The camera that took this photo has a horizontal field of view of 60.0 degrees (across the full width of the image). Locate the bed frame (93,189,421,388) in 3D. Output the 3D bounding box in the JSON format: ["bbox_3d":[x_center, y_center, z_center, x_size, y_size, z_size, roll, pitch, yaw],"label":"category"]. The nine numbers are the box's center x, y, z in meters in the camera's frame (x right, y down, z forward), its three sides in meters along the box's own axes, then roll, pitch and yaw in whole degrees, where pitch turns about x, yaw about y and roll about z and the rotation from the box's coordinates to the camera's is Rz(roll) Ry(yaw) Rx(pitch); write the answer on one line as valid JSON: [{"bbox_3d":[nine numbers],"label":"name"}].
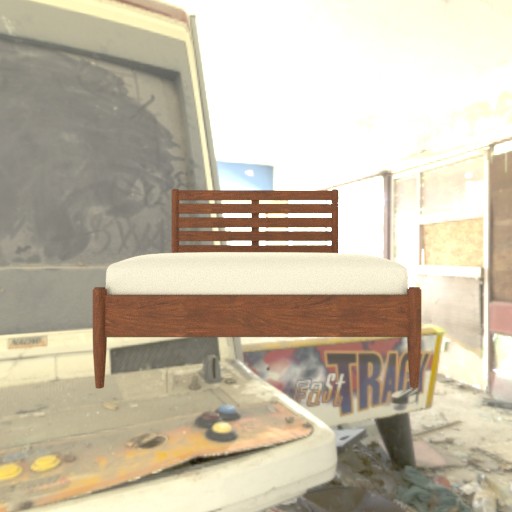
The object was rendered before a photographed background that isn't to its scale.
[{"bbox_3d":[0.000,0.000,3.309,1.655,1.321,2.234,0,0,0],"label":"bed frame"}]
